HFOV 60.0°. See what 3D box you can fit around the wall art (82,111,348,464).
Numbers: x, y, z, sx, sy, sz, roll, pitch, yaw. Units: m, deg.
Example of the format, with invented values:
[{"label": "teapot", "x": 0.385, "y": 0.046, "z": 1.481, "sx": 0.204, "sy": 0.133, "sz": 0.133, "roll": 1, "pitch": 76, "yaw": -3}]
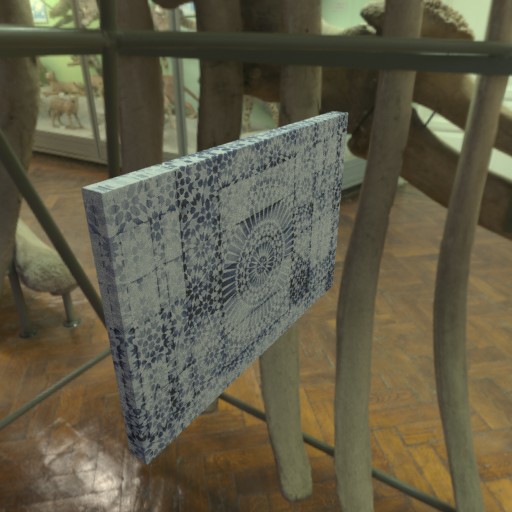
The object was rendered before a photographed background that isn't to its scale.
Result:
[{"label": "wall art", "x": 0.000, "y": 0.000, "z": 1.157, "sx": 0.057, "sy": 0.608, "sz": 0.911, "roll": 17, "pitch": 31, "yaw": 30}]
